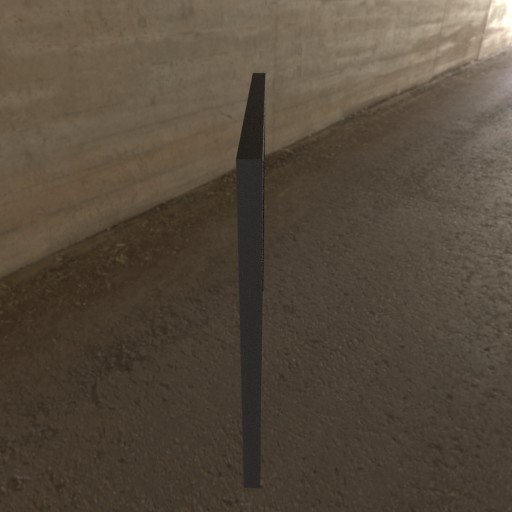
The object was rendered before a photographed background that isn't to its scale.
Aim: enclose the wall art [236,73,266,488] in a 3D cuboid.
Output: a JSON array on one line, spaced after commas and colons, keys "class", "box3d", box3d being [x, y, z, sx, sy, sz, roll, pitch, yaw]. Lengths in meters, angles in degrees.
[{"class": "wall art", "box3d": [0.000, 0.000, 1.128, 0.037, 0.760, 0.762, 1, 31, 1]}]
